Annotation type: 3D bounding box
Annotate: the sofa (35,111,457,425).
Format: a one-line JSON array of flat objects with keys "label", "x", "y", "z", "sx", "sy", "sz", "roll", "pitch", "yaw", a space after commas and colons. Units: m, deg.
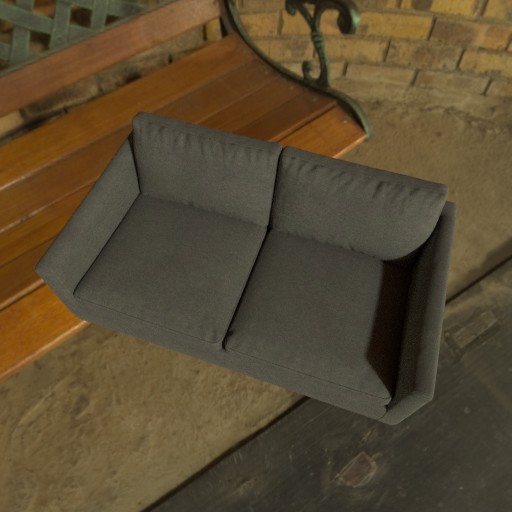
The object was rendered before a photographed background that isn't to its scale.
[{"label": "sofa", "x": 0.000, "y": 0.000, "z": 2.412, "sx": 1.909, "sy": 0.845, "sz": 1.091, "roll": 16, "pitch": 59, "yaw": 10}]
